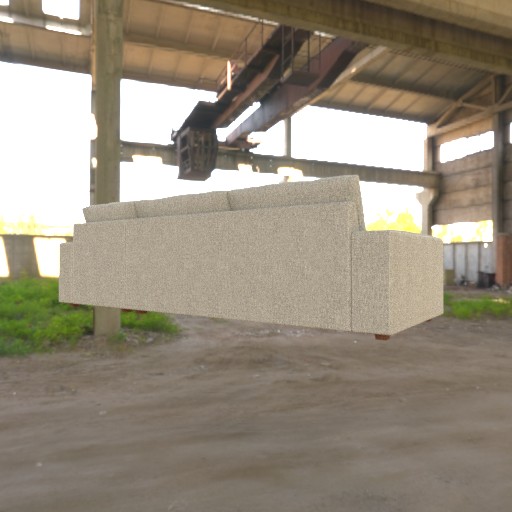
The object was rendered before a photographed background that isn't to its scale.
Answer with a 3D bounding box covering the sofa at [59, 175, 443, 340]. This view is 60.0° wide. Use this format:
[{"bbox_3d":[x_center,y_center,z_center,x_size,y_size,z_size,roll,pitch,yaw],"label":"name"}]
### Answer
[{"bbox_3d":[0.000,0.000,3.476,2.718,0.813,1.689,0,-1,36],"label":"sofa"}]
